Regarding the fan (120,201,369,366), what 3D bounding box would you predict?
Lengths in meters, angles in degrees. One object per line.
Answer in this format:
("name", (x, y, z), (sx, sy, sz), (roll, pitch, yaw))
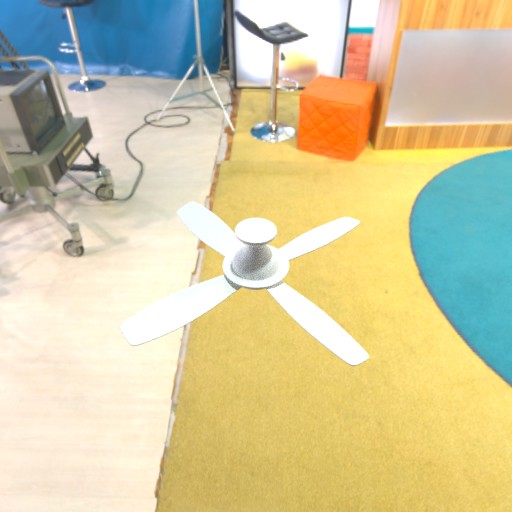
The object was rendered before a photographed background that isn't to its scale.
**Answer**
("fan", (0.000, 0.000, 2.588), (1.693, 0.382, 1.694), (-26, 47, -28))
